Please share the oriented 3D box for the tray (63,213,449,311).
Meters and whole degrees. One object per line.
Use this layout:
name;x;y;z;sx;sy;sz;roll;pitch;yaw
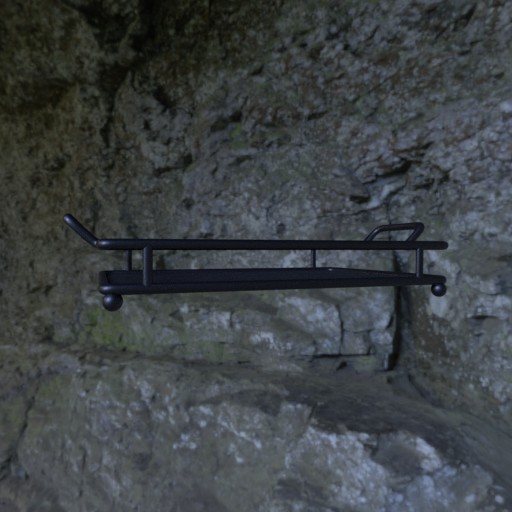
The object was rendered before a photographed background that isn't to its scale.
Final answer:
tray;0.000;0.000;0.626;0.495;0.101;0.297;0;1;-20
